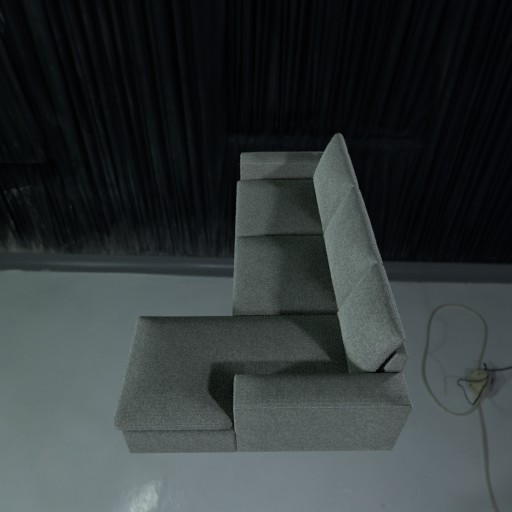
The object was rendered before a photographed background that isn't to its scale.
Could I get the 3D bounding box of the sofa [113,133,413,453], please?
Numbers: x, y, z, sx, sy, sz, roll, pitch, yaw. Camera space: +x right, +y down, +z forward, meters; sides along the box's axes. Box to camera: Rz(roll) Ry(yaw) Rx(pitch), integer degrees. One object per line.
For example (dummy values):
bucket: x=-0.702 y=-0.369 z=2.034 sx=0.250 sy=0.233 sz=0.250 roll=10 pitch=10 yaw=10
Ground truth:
sofa: x=0.000 y=0.000 z=3.484 sx=1.689 sy=0.940 sz=2.718 roll=0 pitch=43 yaw=0
